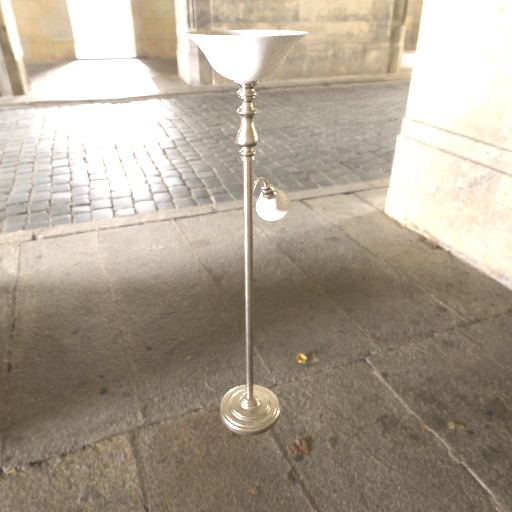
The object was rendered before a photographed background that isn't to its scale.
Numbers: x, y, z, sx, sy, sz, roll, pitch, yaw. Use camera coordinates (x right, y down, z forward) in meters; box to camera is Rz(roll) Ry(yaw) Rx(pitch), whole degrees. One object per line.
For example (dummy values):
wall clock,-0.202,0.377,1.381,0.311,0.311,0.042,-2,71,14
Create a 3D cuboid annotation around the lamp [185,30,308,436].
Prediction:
lamp,0.000,0.000,1.974,0.405,1.785,0.575,11,31,19
